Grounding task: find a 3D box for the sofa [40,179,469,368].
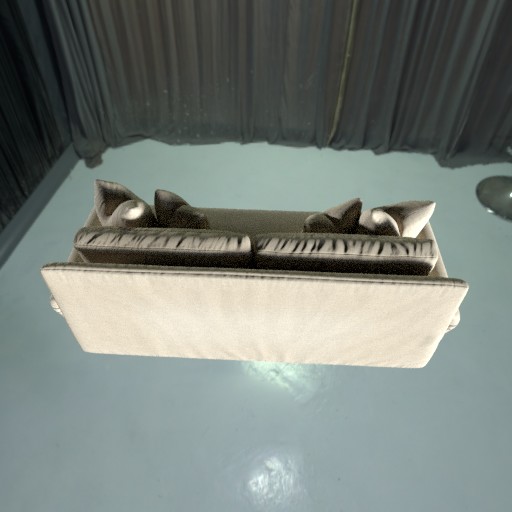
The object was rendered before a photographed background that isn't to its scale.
[{"bbox_3d":[0.000,0.000,2.829,2.285,0.904,1.067,2,46,2],"label":"sofa"}]
